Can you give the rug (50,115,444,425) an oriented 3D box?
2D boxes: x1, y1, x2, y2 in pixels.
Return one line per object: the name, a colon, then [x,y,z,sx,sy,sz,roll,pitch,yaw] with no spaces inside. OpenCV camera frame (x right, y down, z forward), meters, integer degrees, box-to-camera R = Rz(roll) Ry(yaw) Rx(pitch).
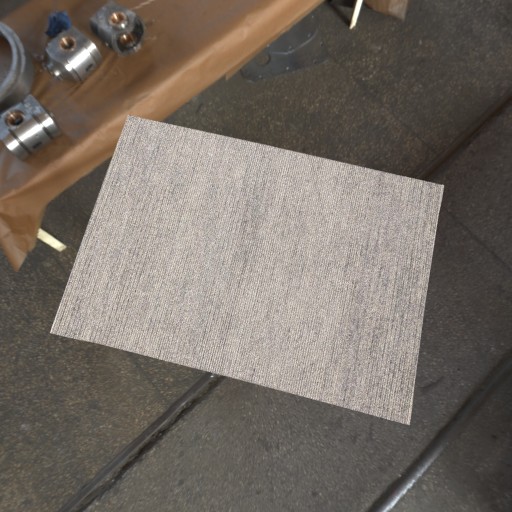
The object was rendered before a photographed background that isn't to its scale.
rug: [0.000,0.000,2.934,2.307,0.030,1.604,14,76,3]
